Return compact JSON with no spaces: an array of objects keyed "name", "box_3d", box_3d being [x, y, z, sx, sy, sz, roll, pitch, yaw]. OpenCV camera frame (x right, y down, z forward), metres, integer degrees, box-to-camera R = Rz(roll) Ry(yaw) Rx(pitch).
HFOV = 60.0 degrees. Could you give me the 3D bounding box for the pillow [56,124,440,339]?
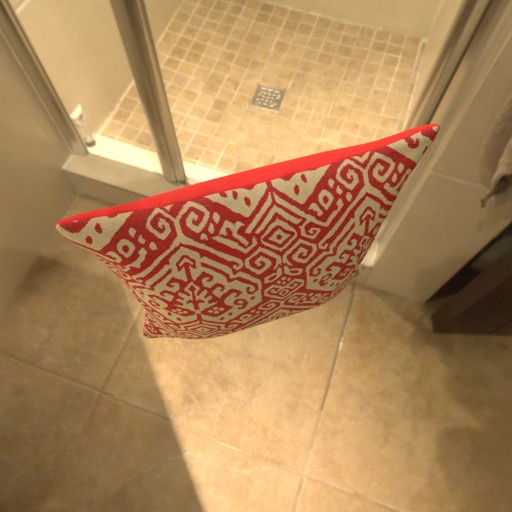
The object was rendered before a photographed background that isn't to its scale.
[{"name":"pillow","box_3d":[0.000,0.000,0.797,0.522,0.507,0.192,-16,65,-7]}]
